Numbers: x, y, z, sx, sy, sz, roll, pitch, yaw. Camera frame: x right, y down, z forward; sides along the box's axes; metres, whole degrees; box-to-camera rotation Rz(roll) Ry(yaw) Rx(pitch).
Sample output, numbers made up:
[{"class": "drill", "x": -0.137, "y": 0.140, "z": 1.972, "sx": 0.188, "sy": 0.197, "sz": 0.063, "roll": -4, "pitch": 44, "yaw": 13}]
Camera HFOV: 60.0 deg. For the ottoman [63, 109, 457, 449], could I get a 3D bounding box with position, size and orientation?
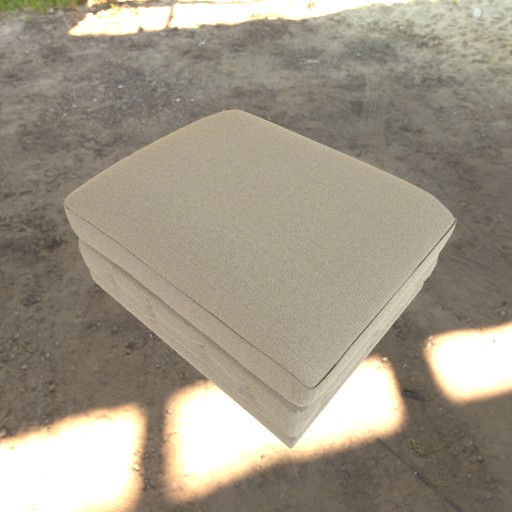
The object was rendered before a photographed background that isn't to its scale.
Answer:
[{"class": "ottoman", "x": 0.000, "y": 0.000, "z": 1.045, "sx": 0.684, "sy": 0.463, "sz": 0.541, "roll": 33, "pitch": 54, "yaw": 28}]
